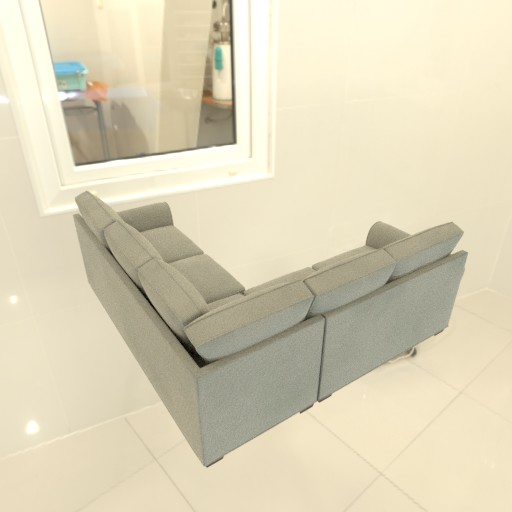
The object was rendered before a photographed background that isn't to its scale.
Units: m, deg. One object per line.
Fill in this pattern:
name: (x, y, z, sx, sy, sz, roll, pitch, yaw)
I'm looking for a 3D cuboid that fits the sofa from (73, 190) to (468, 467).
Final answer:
sofa: (0.000, 0.000, 3.971, 2.487, 1.053, 2.562, -19, 35, -29)
